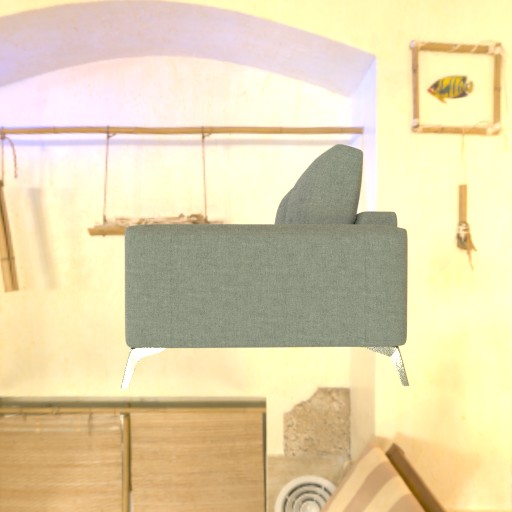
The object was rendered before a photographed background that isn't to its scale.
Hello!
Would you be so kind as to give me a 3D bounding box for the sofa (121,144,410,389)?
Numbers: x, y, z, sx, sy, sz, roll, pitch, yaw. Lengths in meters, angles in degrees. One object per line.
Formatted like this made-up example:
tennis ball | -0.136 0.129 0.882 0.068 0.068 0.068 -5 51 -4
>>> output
sofa | 0.000 0.000 2.161 0.920 0.790 1.650 0 1 -2
